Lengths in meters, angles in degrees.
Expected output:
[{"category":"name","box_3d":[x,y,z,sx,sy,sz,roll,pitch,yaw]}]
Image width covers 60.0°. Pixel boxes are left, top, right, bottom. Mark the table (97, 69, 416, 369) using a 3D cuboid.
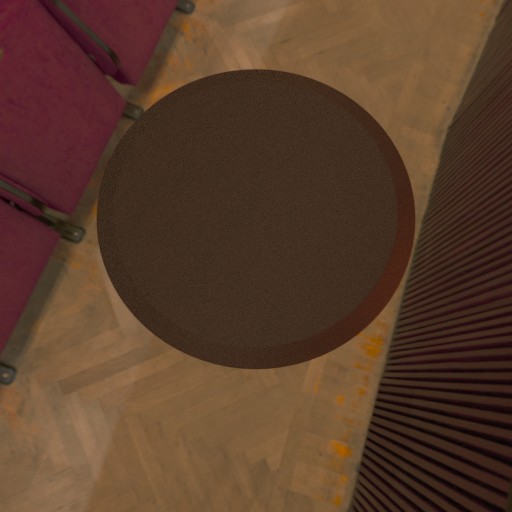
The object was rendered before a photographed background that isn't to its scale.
[{"category":"table","box_3d":[0.000,0.000,0.910,0.457,0.585,0.457,0,75,0]}]
